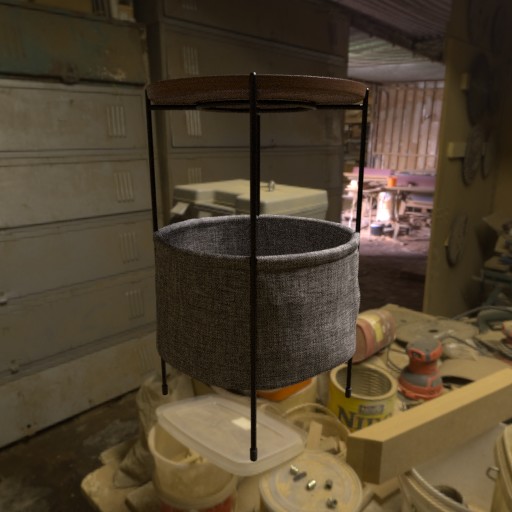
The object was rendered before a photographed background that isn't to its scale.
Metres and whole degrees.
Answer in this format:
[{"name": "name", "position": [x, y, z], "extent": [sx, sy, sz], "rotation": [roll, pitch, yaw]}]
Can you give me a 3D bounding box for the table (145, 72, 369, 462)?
[{"name": "table", "position": [0.000, 0.000, 0.878], "extent": [0.400, 0.623, 0.400], "rotation": [-14, 20, -42]}]
